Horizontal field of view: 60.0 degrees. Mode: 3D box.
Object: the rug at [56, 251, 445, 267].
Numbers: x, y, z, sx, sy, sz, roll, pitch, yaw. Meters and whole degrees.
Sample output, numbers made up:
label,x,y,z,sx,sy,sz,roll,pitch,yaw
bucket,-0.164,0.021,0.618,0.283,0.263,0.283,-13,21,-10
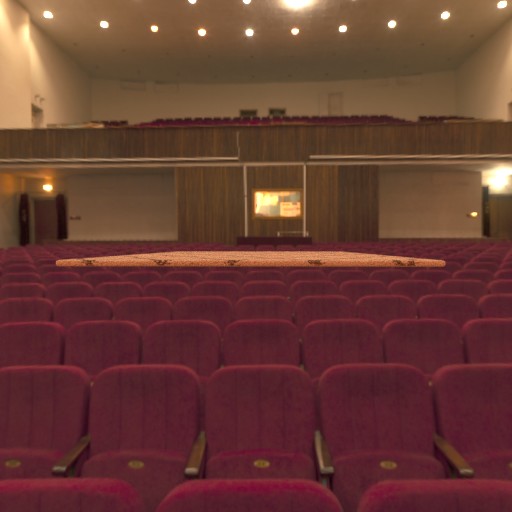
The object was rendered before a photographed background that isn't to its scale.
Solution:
label,x,y,z,sx,sy,sz,roll,pitch,yaw
rug,0.000,0.000,3.372,1.778,0.030,2.743,0,1,1
